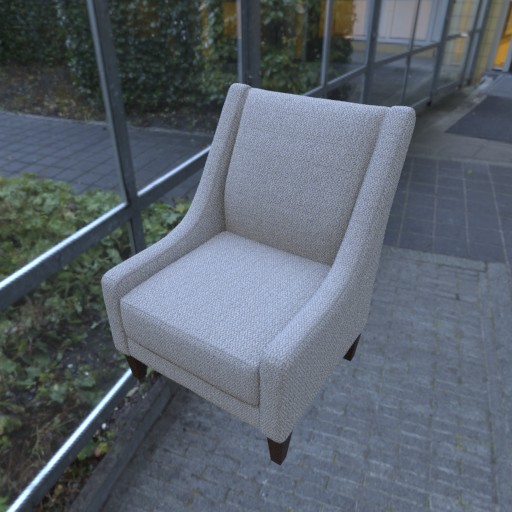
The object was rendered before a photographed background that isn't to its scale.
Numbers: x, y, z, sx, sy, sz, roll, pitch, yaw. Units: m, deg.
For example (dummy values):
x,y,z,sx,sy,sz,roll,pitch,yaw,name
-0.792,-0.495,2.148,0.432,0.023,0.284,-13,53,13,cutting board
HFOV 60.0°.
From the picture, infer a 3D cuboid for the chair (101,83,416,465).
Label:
x,y,z,sx,sy,sz,roll,pitch,yaw,name
0.000,0.000,1.636,0.774,1.014,0.870,20,37,28,chair
